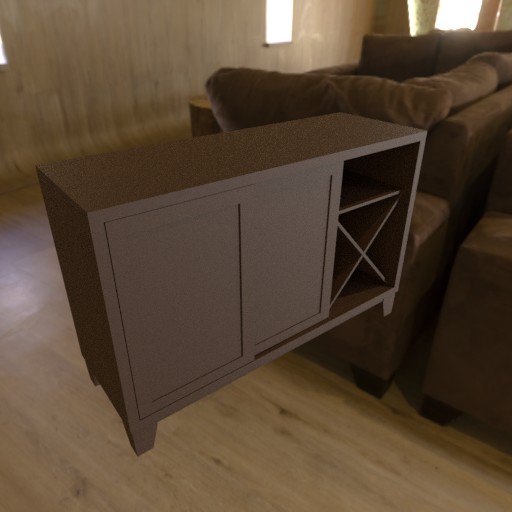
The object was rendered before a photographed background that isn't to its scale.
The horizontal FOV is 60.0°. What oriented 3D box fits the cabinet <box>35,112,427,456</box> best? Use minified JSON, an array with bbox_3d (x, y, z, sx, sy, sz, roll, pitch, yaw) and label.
[{"bbox_3d":[0.000,0.000,1.830,1.396,0.914,0.482,-20,35,-32],"label":"cabinet"}]
